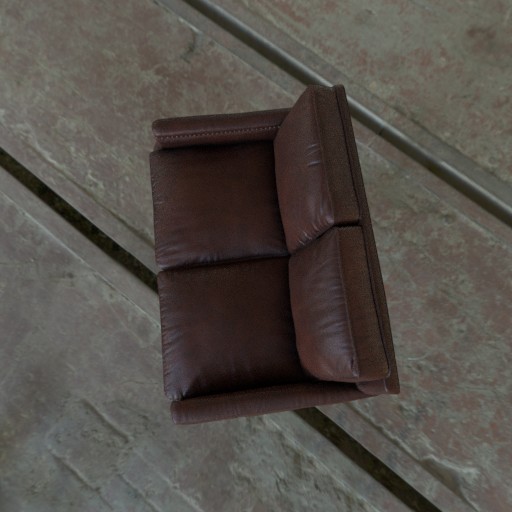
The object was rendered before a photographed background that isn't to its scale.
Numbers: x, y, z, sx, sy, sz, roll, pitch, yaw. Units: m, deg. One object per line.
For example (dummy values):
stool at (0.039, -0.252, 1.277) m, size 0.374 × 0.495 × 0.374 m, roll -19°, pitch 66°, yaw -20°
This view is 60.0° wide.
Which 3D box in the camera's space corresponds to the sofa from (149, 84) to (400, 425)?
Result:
sofa at (0.000, 0.000, 2.371) m, size 1.083 × 1.003 × 1.628 m, roll -6°, pitch 76°, yaw -2°
